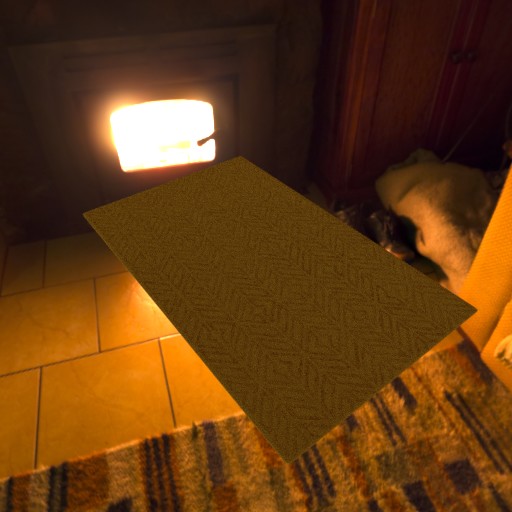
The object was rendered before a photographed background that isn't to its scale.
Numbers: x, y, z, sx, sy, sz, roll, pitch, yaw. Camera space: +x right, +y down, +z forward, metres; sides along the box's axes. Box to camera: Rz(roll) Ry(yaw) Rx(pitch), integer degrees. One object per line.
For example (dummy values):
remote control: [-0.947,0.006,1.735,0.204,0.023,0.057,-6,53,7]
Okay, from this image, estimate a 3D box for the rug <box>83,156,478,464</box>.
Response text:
rug: [0.000,0.000,3.056,1.523,0.008,2.438,-27,47,-28]
